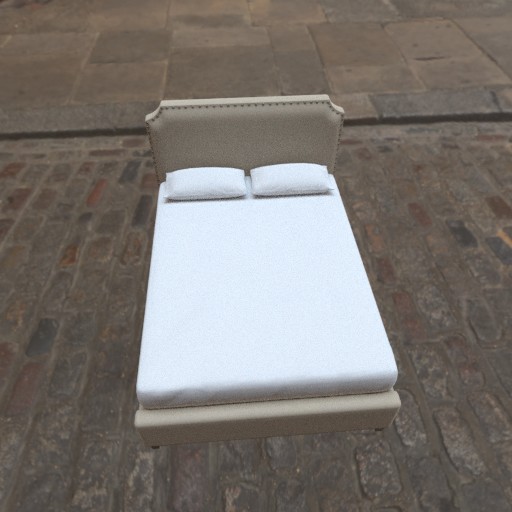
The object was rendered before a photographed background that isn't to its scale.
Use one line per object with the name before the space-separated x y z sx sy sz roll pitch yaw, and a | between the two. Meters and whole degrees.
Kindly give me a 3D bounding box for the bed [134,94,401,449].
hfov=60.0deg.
bed | 0.000 0.000 3.410 1.703 1.415 2.329 -3 46 -3
